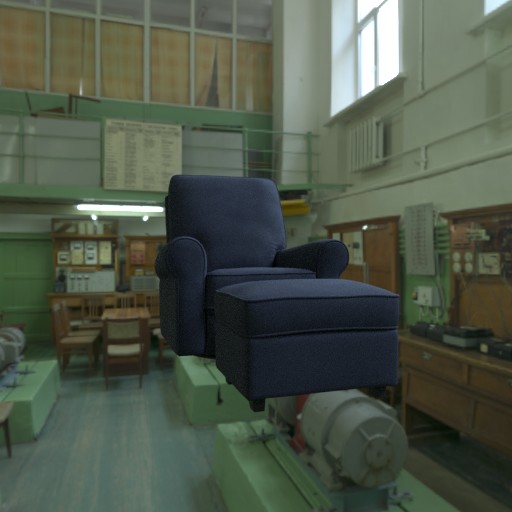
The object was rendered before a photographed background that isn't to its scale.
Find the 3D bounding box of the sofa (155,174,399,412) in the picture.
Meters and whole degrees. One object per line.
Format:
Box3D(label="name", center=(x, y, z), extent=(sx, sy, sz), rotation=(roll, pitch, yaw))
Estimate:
Box3D(label="sofa", center=(0.000, 0.000, 2.085), extent=(0.880, 0.959, 1.478), rotation=(0, 0, -18))
